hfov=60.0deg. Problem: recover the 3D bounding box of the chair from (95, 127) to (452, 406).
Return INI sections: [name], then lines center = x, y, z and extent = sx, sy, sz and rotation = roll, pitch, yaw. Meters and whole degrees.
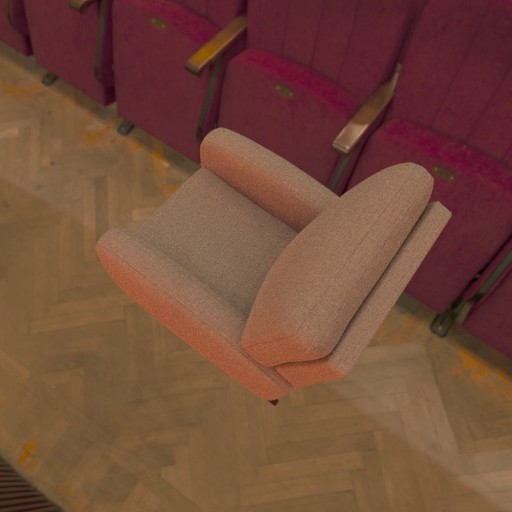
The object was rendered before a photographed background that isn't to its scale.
[chair]
center = 0.000, 0.000, 1.667
extent = 0.990, 0.990, 0.762
rotation = 34, 68, 16
